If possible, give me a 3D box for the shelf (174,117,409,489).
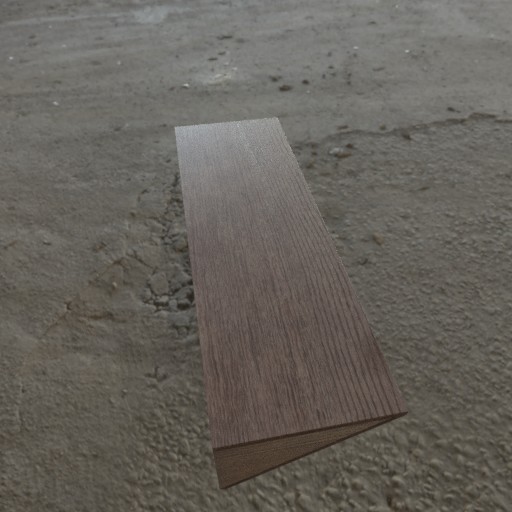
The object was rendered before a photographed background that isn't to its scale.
[{"bbox_3d":[0.000,0.000,0.690,0.200,0.125,0.610,-8,46,-7],"label":"shelf"}]
